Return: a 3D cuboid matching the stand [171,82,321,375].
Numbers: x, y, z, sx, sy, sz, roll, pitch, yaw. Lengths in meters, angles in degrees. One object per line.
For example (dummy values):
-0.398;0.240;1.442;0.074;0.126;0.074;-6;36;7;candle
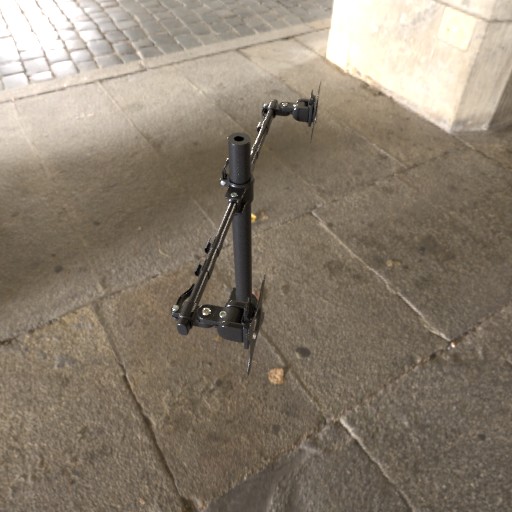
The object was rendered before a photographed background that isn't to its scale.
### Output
0.000;0.000;1.014;0.150;0.603;0.743;10;48;9;stand
